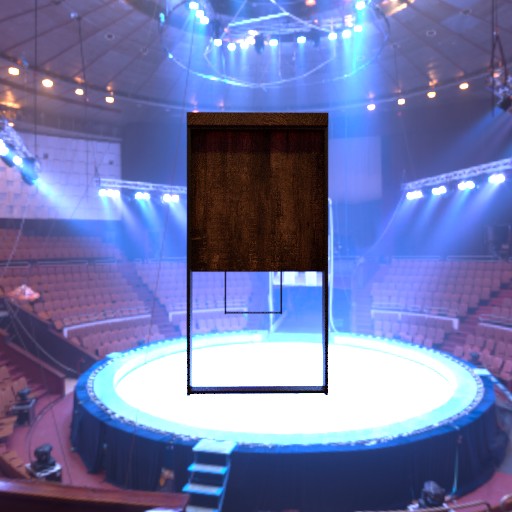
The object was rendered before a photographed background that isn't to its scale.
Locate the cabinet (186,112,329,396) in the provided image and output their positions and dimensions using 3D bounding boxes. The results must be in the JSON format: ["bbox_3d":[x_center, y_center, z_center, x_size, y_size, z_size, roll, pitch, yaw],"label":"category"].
[{"bbox_3d":[0.000,0.000,2.088,0.395,0.762,1.800,0,0,-1],"label":"cabinet"}]
